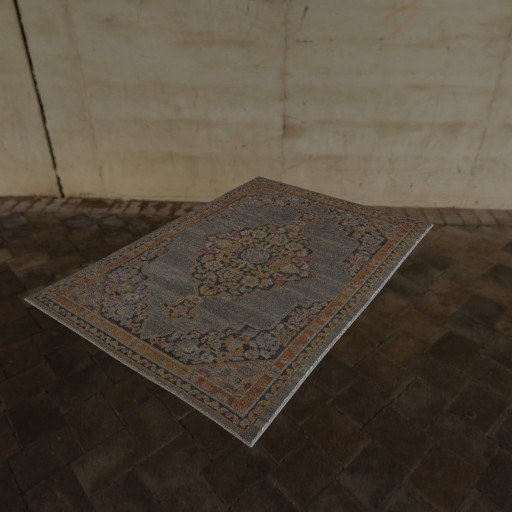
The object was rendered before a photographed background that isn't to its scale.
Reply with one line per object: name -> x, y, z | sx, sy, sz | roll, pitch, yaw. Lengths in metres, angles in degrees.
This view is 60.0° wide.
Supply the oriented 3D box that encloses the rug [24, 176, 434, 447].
rug -> 0.000, 0.000, 3.686 | 2.043, 0.026, 2.901 | 21, 38, 30
